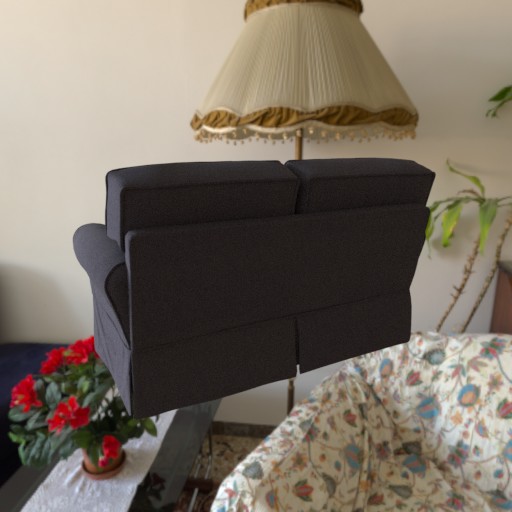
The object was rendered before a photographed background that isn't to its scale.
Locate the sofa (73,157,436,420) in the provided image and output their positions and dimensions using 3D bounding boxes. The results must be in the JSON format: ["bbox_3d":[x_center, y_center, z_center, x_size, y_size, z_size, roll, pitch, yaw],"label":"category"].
[{"bbox_3d":[0.000,0.000,2.436,1.801,1.059,0.997,-8,17,-27],"label":"sofa"}]
